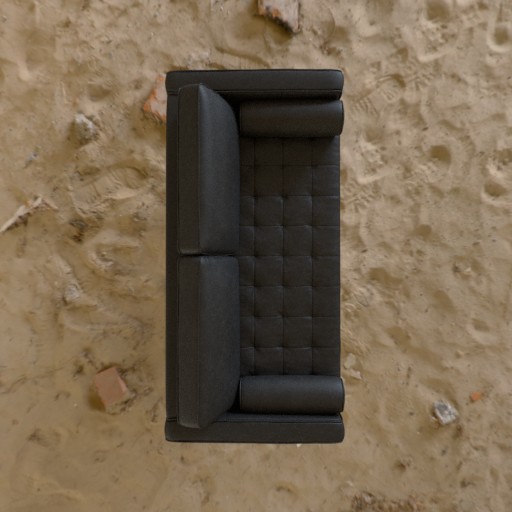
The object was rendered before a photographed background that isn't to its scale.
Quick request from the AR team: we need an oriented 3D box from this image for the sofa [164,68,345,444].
[{"bbox_3d":[0.000,0.000,2.381,0.921,0.770,1.879,0,89,1],"label":"sofa"}]
